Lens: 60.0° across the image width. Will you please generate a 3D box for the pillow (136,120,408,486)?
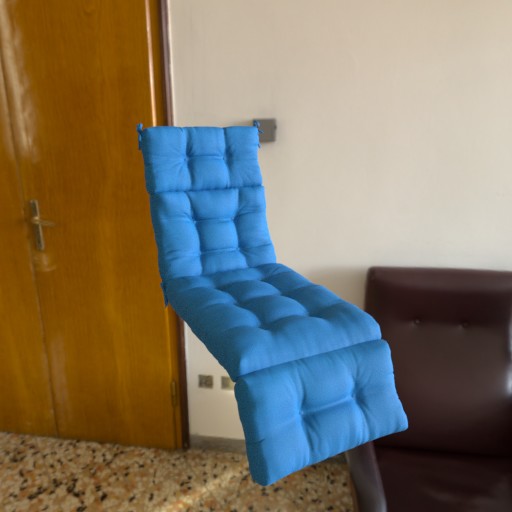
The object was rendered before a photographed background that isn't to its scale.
[{"bbox_3d":[0.000,0.000,1.464,0.526,0.863,1.016,-8,19,-26],"label":"pillow"}]
